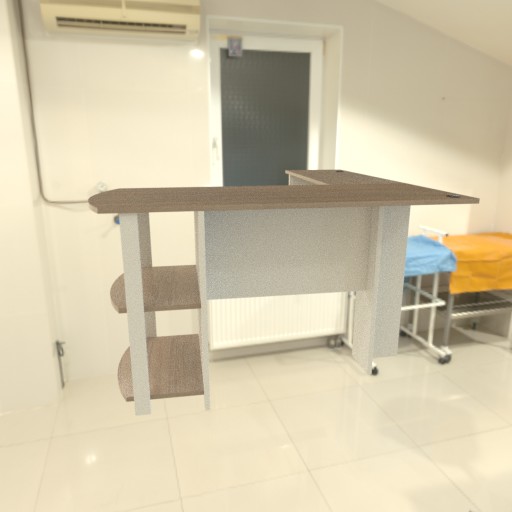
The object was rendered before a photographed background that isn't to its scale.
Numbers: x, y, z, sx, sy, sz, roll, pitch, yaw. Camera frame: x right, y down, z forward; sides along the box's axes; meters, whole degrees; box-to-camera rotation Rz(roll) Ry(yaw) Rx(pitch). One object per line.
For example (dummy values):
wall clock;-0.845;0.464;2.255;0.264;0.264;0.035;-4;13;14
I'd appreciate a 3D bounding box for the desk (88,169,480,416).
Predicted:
desk;0.000;0.000;2.131;1.303;0.716;1.361;-3;15;-9
